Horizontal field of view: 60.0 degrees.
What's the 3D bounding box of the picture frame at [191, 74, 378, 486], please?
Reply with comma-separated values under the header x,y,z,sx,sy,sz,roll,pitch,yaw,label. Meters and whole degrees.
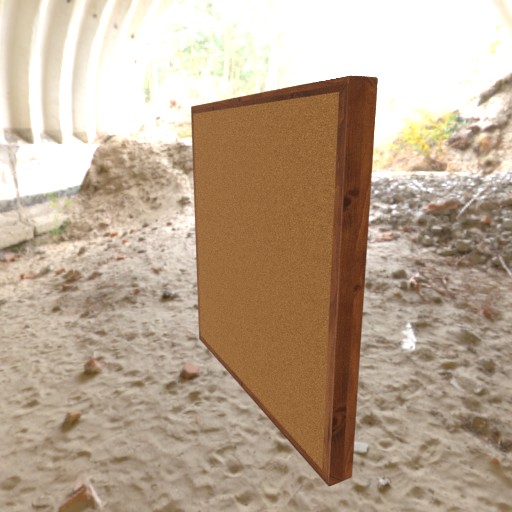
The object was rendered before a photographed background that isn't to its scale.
x,y,z,sx,sy,sz,roll,pitch,yaw,label
0.000,0.000,0.522,0.028,0.356,0.352,-7,16,-26,picture frame
